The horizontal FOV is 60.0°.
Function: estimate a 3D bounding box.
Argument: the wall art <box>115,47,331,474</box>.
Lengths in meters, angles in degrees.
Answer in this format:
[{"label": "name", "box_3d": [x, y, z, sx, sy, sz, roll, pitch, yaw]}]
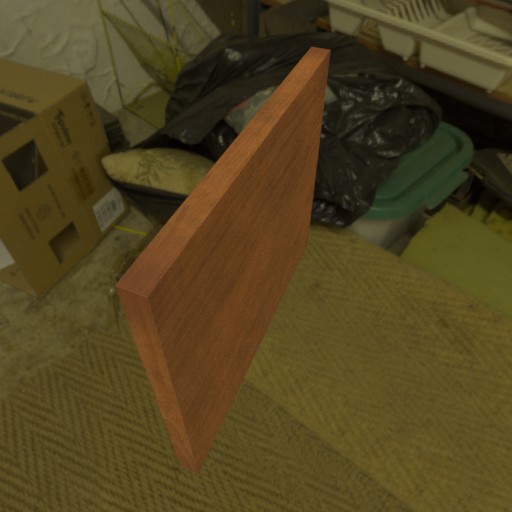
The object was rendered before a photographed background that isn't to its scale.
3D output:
[{"label": "wall art", "box_3d": [0.000, 0.000, 0.724, 0.033, 0.457, 0.558, 17, 49, 15]}]
